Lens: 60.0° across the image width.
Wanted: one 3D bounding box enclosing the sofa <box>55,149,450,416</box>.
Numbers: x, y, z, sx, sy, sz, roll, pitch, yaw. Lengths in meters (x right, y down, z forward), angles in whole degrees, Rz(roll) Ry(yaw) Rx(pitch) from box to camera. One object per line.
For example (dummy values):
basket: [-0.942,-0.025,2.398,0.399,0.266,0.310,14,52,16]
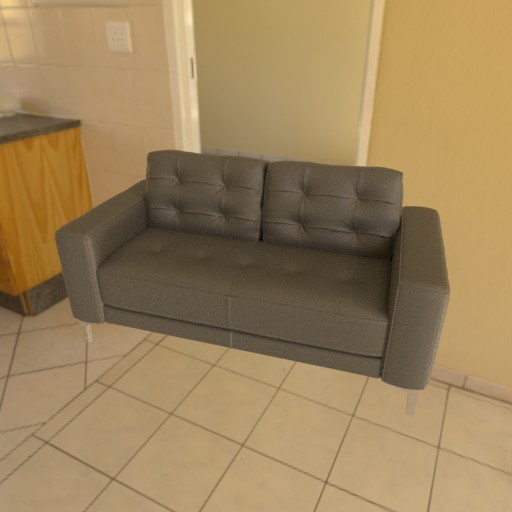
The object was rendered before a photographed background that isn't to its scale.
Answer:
sofa: [0.000,0.000,2.220,1.726,0.892,0.833,8,29,15]
